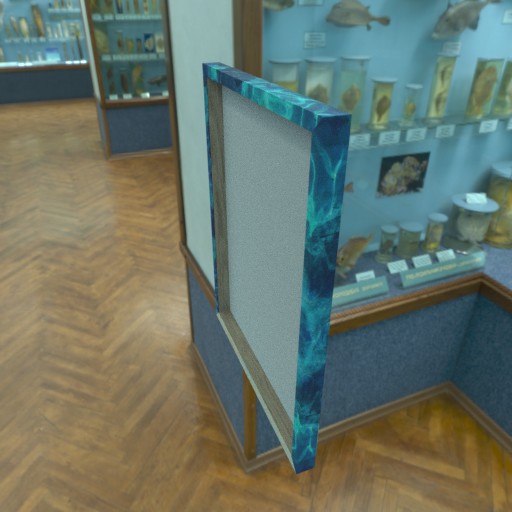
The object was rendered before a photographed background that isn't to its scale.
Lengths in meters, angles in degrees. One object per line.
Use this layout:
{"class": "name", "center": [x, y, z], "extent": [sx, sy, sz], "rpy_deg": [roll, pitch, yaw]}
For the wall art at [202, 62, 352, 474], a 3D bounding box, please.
{"class": "wall art", "center": [0.000, 0.000, 0.857], "extent": [0.038, 0.635, 0.508], "rpy_deg": [-11, 32, -18]}
